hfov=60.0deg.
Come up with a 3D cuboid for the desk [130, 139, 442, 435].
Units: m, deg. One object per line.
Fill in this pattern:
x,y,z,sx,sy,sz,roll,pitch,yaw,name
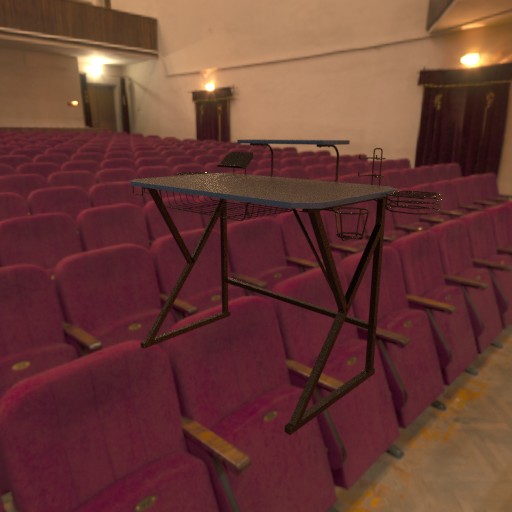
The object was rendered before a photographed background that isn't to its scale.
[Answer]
0.000,0.000,1.800,1.295,0.909,0.594,14,21,42,desk
